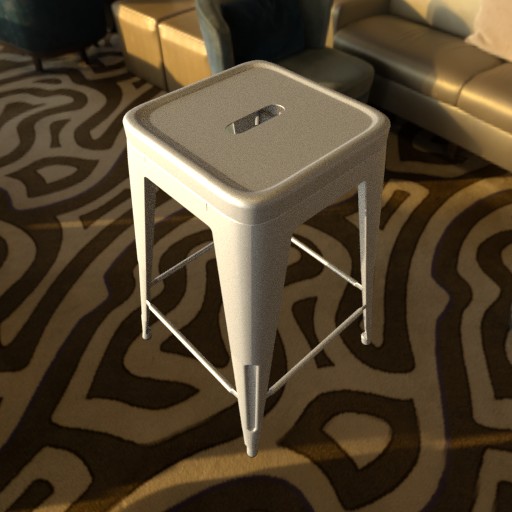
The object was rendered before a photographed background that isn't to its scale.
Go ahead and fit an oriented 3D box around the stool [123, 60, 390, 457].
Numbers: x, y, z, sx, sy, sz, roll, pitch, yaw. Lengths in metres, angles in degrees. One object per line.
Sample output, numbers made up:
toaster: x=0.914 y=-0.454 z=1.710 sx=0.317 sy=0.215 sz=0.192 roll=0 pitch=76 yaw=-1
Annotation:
stool: x=0.000 y=0.000 z=0.878 sx=0.406 sy=0.610 sz=0.406 roll=-35 pitch=56 yaw=-28
